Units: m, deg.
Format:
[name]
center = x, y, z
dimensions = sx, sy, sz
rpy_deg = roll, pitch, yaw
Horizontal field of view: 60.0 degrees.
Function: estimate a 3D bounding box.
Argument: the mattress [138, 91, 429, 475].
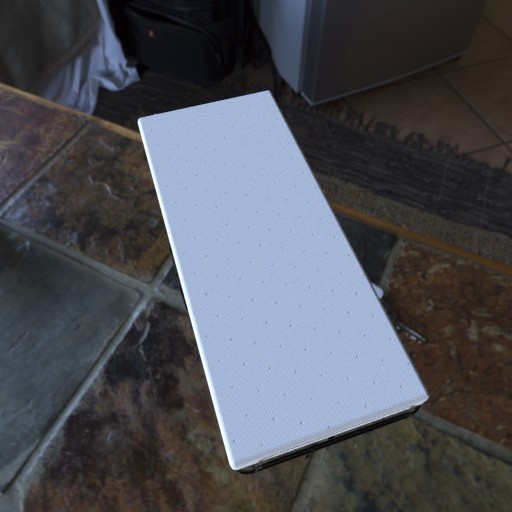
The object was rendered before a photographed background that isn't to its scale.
[mattress]
center = 0.000, 0.000, 2.531
dimensions = 0.922, 0.519, 2.153
rpy_deg = -16, 60, -9
